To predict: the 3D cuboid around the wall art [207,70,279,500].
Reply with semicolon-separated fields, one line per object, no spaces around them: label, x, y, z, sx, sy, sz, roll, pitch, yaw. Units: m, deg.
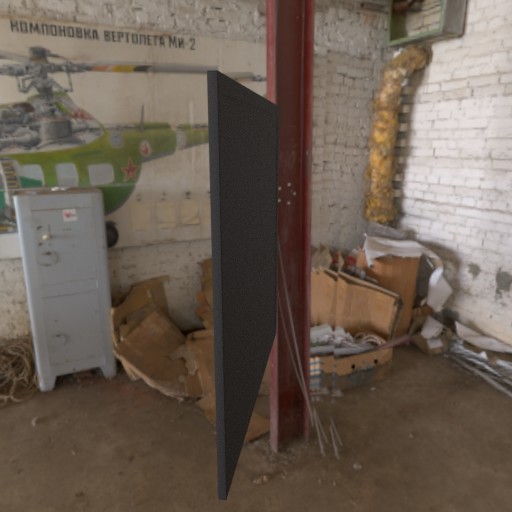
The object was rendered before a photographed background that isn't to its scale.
wall art;0.000;0.000;0.814;0.012;0.558;0.562;2;15;9
